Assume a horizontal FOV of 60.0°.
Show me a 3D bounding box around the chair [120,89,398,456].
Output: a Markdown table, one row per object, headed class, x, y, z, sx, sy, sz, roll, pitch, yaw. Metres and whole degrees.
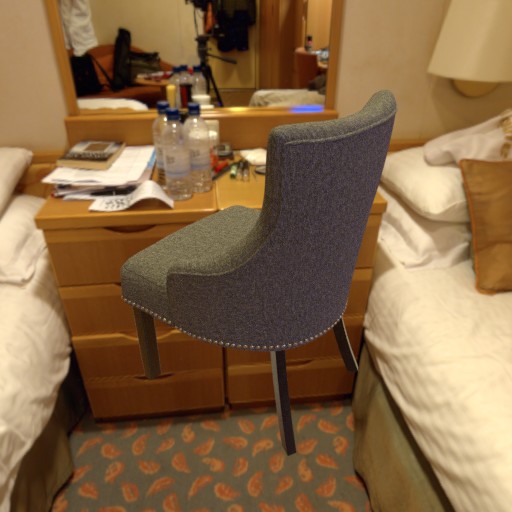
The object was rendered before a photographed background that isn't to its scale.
| class | x | y | z | sx | sy | sz | roll | pitch | yaw |
| --- | --- | --- | --- | --- | --- | --- | --- | --- | --- |
| chair | 0.000 | 0.000 | 1.296 | 0.629 | 0.909 | 0.566 | 21 | 36 | 31 |
